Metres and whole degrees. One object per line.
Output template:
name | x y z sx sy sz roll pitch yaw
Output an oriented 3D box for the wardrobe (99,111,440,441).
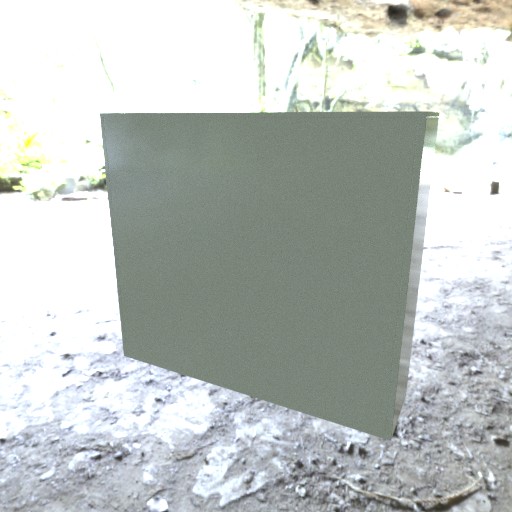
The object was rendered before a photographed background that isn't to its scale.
wardrobe | 0.000 0.000 1.949 1.340 1.200 0.360 9 20 26
